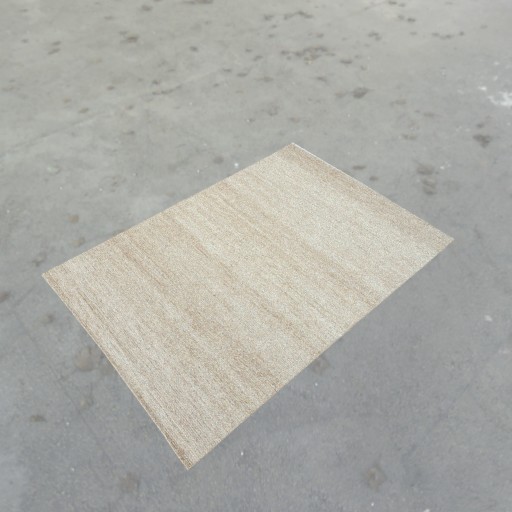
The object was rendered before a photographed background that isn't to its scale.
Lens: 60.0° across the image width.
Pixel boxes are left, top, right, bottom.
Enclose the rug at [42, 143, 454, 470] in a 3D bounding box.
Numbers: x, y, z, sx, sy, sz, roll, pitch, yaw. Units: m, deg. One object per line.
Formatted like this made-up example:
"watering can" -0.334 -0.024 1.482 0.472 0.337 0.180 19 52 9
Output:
"rug" 0.000 0.000 2.961 2.283 0.030 1.596 -33 55 -27
